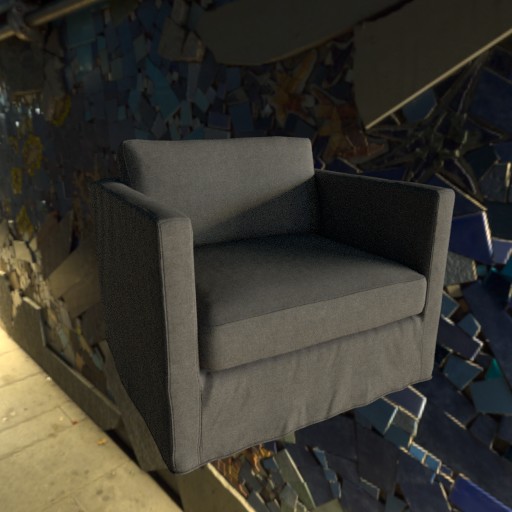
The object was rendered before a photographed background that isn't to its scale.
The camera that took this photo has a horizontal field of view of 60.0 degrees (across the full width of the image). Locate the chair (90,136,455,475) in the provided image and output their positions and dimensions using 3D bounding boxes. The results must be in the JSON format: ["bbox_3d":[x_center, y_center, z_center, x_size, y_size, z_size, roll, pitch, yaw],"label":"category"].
[{"bbox_3d":[0.000,0.000,1.694,1.057,0.863,0.949,-9,19,-28],"label":"chair"}]
